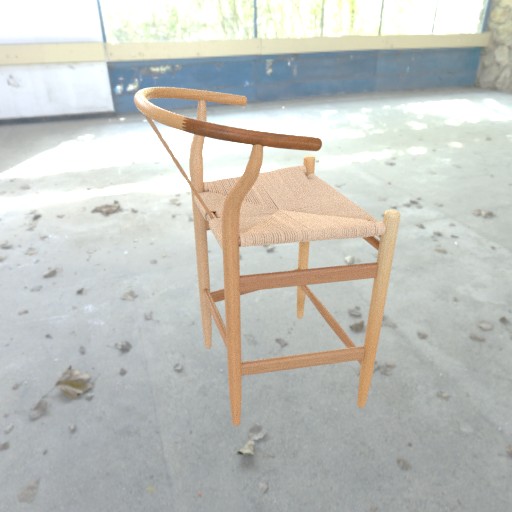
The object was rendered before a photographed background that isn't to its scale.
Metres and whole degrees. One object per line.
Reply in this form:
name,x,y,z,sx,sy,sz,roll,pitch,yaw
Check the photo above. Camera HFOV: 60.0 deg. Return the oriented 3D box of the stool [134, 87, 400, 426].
stool,0.000,0.000,1.296,0.575,0.923,0.536,-9,31,-16
